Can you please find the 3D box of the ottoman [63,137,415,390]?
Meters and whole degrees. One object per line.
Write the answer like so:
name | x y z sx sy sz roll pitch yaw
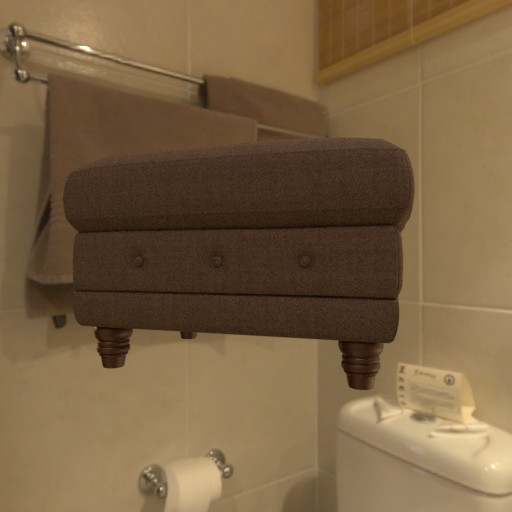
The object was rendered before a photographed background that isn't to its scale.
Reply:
ottoman | 0.000 0.000 1.219 0.809 0.555 0.599 0 -1 17
